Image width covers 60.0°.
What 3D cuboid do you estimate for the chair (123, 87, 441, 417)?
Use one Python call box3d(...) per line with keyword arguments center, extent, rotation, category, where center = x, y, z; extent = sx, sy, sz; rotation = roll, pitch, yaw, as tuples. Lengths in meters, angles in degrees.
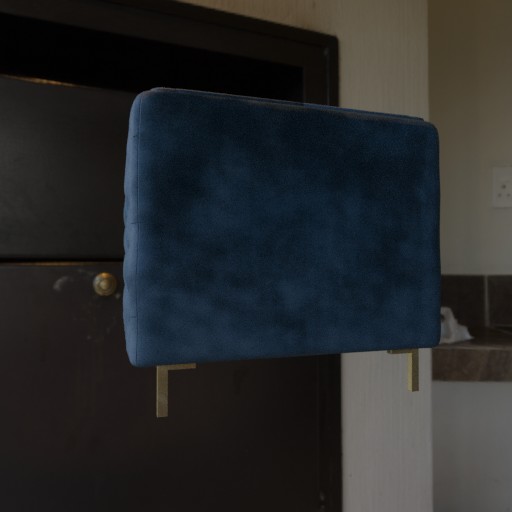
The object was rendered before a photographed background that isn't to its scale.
box3d(center=(0.000, 0.000, 1.518), extent=(0.868, 0.771, 0.877), rotation=(0, -1, -17), category="chair")
